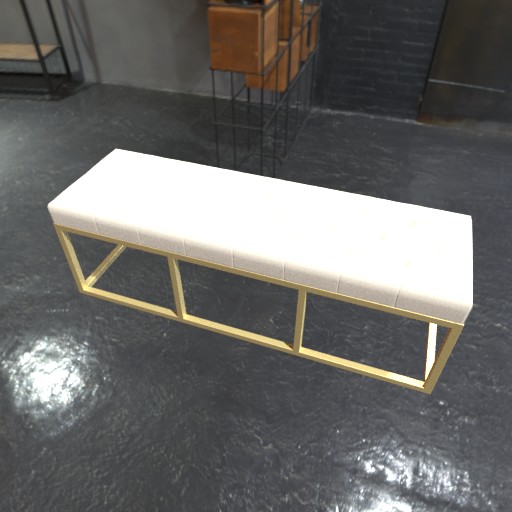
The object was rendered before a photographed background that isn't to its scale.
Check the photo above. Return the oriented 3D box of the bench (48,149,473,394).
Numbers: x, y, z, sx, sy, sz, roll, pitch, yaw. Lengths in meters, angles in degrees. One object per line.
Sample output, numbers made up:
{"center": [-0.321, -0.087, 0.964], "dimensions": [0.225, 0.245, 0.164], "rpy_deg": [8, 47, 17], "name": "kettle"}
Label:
{"center": [0.000, 0.000, 1.745], "dimensions": [1.473, 0.484, 0.457], "rpy_deg": [13, 44, 15], "name": "bench"}
